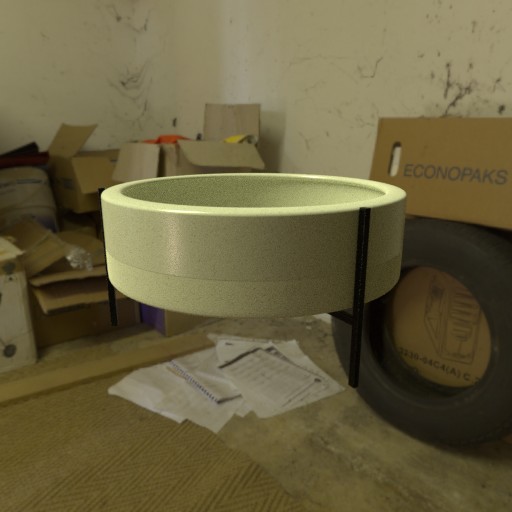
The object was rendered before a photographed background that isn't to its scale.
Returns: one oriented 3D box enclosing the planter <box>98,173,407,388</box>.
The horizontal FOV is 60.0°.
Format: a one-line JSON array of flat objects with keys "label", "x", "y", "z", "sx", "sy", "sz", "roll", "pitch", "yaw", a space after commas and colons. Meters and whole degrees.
[{"label": "planter", "x": 0.000, "y": 0.000, "z": 0.537, "sx": 0.336, "sy": 0.171, "sz": 0.345, "roll": 8, "pitch": 18, "yaw": 26}]
